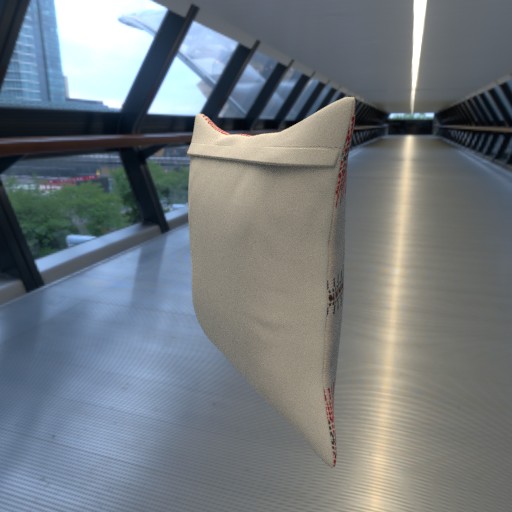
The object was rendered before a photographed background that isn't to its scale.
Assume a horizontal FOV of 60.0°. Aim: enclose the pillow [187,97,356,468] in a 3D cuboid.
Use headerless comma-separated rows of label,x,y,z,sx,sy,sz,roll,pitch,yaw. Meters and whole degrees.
pillow,0.000,0.000,0.712,0.160,0.454,0.463,-8,17,-26
